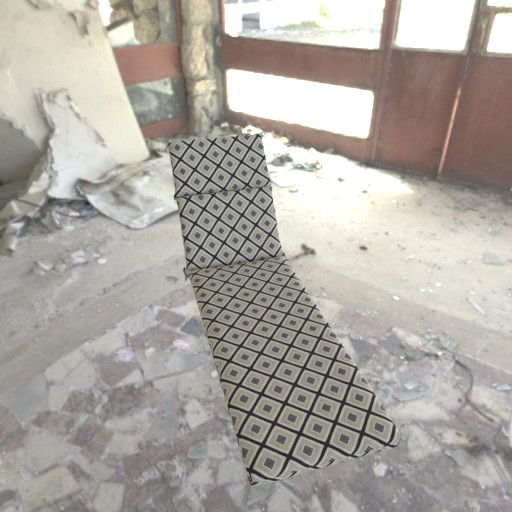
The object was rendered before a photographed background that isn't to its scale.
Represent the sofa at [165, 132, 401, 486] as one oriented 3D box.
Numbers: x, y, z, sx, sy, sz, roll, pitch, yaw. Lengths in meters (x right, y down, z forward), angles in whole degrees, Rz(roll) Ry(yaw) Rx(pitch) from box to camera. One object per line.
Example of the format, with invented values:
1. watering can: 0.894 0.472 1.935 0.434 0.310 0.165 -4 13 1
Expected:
1. sofa: 0.000 0.000 1.930 0.582 0.622 1.663 -9 33 -14
